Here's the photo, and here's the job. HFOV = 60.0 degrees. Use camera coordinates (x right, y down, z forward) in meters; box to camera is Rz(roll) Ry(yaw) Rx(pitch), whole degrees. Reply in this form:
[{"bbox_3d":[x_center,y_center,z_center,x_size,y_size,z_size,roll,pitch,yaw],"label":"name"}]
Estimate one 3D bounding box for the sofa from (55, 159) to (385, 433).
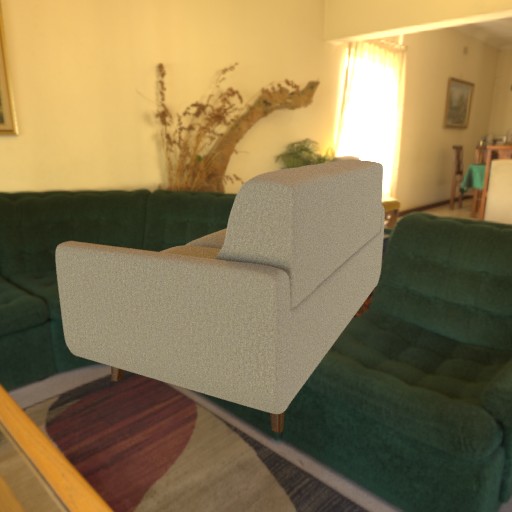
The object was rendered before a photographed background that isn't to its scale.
[{"bbox_3d":[0.000,0.000,2.233,0.952,0.925,1.651,7,17,26],"label":"sofa"}]
